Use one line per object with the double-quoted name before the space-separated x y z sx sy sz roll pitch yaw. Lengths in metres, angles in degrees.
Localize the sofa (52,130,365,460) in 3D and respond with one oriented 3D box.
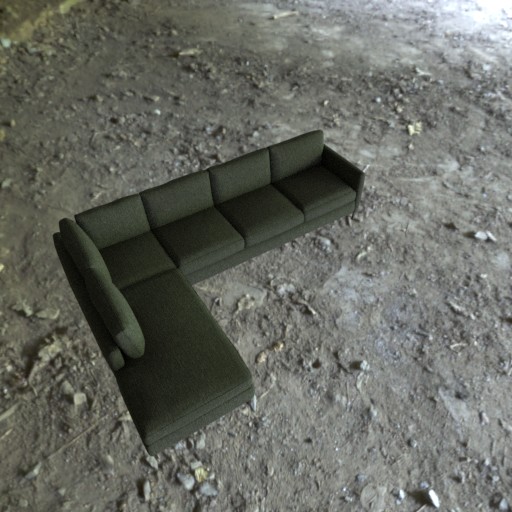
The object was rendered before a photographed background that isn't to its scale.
"sofa" 0.000 0.000 3.893 2.949 0.815 2.007 -25 50 -22
